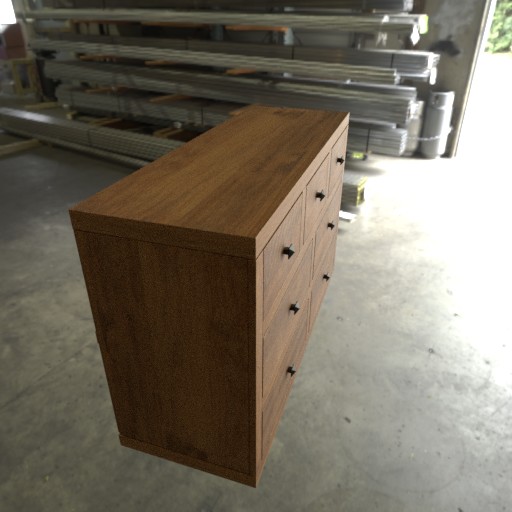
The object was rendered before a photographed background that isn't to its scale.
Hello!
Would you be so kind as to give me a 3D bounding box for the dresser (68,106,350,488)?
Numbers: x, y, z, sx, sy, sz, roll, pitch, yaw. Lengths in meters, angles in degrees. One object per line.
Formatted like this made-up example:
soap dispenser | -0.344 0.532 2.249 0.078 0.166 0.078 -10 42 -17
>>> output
dresser | 0.000 0.000 1.645 0.479 0.825 1.261 9 31 16
